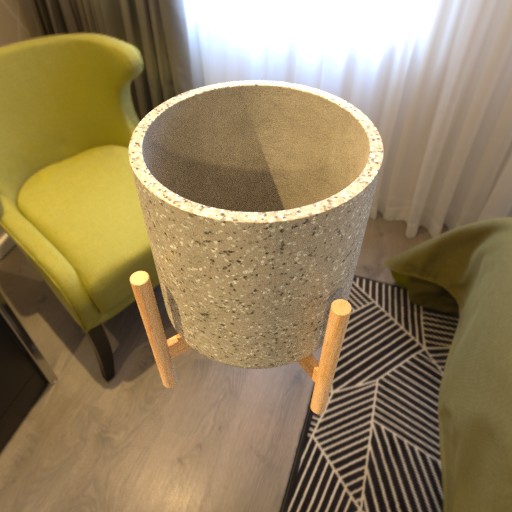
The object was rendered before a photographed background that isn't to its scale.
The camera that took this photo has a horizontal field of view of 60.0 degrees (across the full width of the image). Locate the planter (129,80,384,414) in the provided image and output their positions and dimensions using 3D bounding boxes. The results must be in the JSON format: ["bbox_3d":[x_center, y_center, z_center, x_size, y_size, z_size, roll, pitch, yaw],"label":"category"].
[{"bbox_3d":[0.000,0.000,0.689,0.360,0.419,0.360,-9,48,-8],"label":"planter"}]
